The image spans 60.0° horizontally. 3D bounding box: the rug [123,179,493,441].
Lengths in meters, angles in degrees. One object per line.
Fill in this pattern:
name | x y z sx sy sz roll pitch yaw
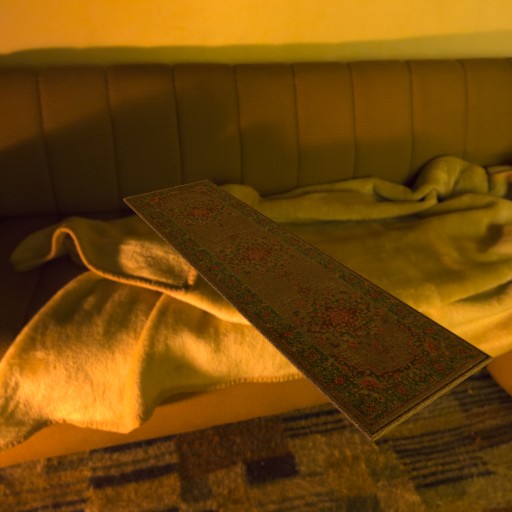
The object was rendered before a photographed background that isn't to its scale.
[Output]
rug | 0.000 0.000 2.360 0.659 0.019 2.297 -19 35 -29
